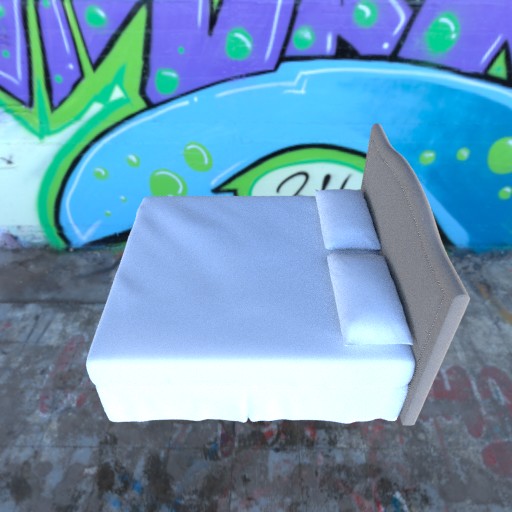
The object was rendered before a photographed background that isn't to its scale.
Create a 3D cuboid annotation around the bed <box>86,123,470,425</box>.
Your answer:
[{"bbox_3d":[0.000,0.000,3.408,2.182,1.421,2.083,0,40,0],"label":"bed"}]
